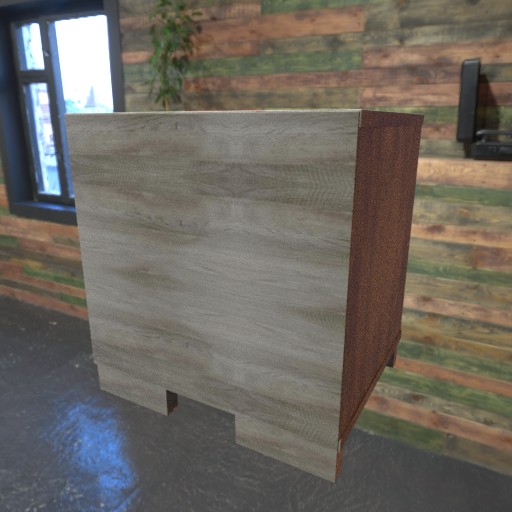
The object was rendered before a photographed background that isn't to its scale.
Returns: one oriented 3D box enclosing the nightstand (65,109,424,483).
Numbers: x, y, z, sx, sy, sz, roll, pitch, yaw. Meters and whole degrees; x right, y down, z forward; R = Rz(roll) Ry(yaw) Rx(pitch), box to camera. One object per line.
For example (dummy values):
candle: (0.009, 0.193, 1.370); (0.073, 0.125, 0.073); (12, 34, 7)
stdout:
nightstand: (0.000, 0.000, 0.733); (0.427, 0.448, 0.347); (9, 19, 28)
